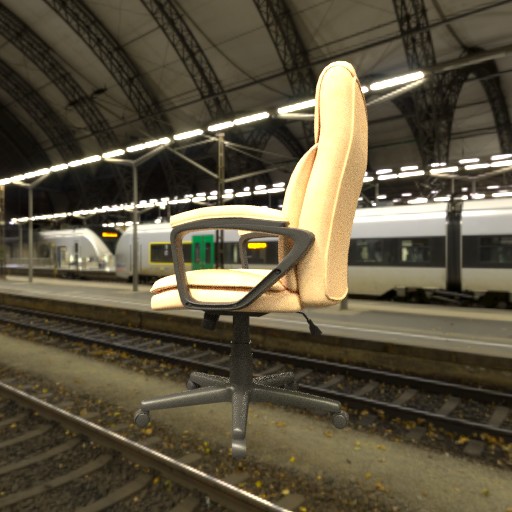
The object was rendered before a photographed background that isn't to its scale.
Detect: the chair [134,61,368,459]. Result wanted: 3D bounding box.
[{"bbox_3d":[0.000,0.000,1.517,0.724,1.105,0.667,0,0,18],"label":"chair"}]
